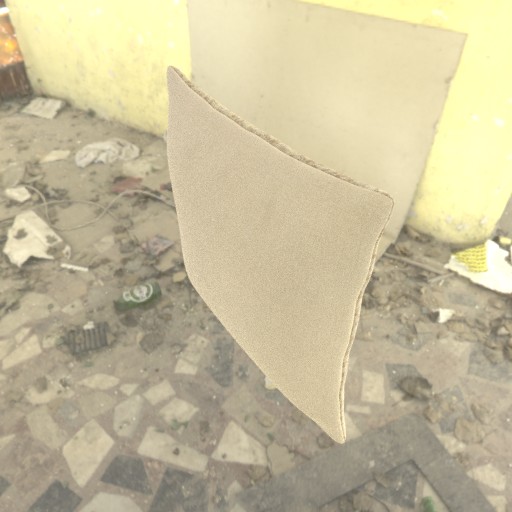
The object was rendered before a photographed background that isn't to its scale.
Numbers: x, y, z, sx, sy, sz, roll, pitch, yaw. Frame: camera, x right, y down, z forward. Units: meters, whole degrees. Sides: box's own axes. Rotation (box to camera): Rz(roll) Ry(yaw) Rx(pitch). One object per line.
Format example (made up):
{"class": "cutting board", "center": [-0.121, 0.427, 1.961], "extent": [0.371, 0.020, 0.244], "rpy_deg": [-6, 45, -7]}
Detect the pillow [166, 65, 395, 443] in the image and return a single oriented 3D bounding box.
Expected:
{"class": "pillow", "center": [0.000, 0.000, 0.773], "extent": [0.166, 0.510, 0.523], "rpy_deg": [-24, 46, -26]}
